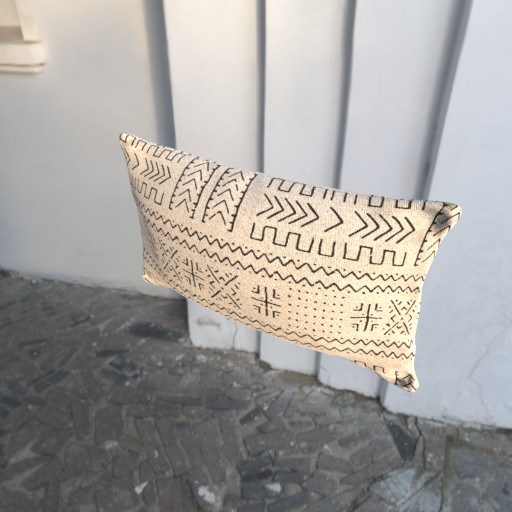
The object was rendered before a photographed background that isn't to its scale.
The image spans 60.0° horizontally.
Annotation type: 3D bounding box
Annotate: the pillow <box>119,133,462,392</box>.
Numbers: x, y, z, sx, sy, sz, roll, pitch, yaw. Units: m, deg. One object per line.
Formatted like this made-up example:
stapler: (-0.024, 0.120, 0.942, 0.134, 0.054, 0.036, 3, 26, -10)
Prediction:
pillow: (0.000, 0.000, 0.802, 0.637, 0.352, 0.188, 18, 36, 27)
